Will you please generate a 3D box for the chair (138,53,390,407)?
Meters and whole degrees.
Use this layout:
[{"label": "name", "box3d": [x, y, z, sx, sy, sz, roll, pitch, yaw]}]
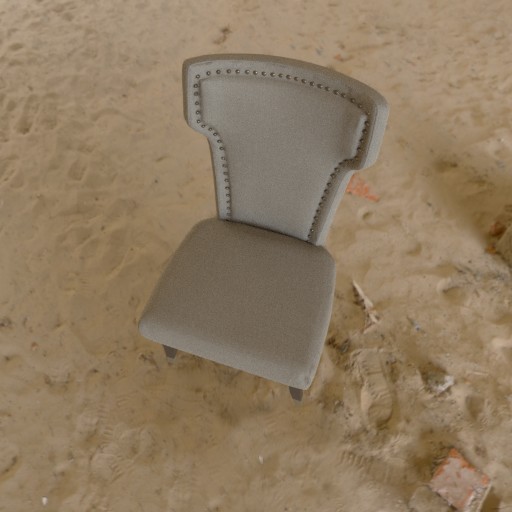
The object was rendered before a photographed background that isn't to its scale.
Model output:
[{"label": "chair", "box3d": [0.000, 0.000, 1.336, 0.526, 0.955, 0.630, 16, 60, 10]}]
